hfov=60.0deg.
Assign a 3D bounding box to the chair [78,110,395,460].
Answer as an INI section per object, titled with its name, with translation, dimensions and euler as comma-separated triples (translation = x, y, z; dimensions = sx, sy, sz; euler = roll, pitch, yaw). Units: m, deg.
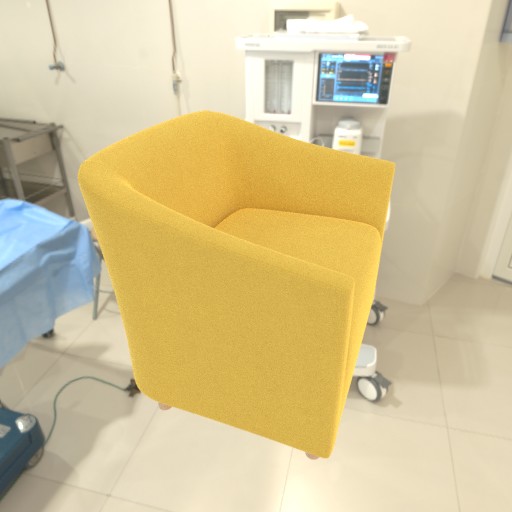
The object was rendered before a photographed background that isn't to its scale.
[chair]
translation = 0.000, 0.000, 1.351
dimensions = 0.700, 0.720, 0.790
euler = 11, 32, 18
